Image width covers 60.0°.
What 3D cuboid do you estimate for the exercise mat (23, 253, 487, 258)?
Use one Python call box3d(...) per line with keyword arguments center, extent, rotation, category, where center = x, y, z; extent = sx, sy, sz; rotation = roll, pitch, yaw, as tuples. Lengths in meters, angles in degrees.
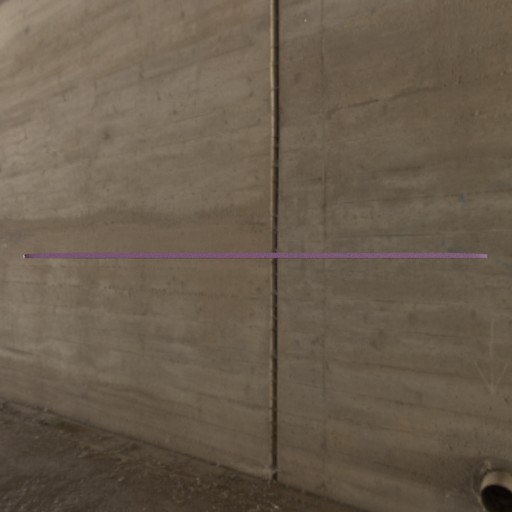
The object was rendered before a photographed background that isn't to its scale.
box3d(center=(0.000, 0.000, 2.049), extent=(1.869, 0.021, 0.616), rotation=(0, 0, -1), category="exercise mat")
